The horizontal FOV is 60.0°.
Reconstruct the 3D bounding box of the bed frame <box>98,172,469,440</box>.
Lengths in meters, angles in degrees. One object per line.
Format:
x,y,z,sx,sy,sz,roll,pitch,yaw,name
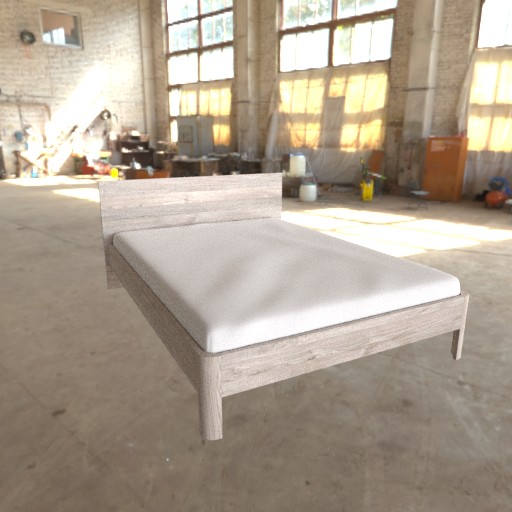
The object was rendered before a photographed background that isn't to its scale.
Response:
0.000,0.000,2.716,1.490,0.800,1.950,-8,17,-26,bed frame
